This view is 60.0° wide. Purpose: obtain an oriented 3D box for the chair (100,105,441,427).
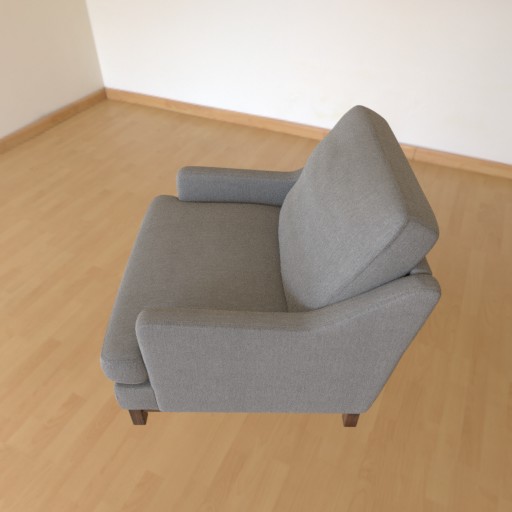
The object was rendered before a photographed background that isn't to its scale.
[{"bbox_3d":[0.000,0.000,1.491,0.892,0.821,0.826,0,41,0],"label":"chair"}]
